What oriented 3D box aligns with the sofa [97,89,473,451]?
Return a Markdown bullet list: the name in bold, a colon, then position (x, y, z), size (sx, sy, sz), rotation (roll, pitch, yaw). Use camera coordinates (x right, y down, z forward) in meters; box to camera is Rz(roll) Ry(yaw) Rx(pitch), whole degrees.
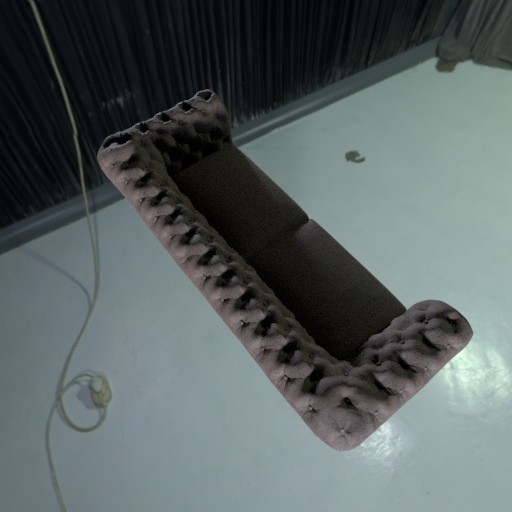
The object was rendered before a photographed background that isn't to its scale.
- **sofa**: position (0.000, 0.000, 2.791), size (0.944, 0.787, 2.385), rotation (-33, 64, -19)
